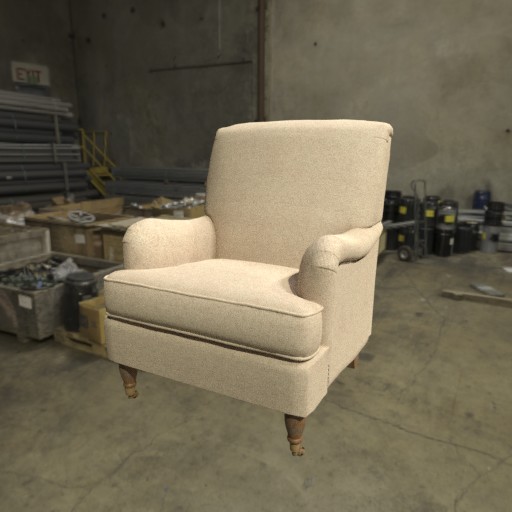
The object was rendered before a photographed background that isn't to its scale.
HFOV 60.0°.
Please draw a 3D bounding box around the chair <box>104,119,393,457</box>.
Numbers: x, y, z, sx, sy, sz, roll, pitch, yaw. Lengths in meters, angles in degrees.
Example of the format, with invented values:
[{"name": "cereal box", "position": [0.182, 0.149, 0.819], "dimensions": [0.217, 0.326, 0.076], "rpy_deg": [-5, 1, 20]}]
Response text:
[{"name": "chair", "position": [0.000, 0.000, 1.835], "dimensions": [0.879, 1.119, 0.953], "rpy_deg": [7, 15, 27]}]
